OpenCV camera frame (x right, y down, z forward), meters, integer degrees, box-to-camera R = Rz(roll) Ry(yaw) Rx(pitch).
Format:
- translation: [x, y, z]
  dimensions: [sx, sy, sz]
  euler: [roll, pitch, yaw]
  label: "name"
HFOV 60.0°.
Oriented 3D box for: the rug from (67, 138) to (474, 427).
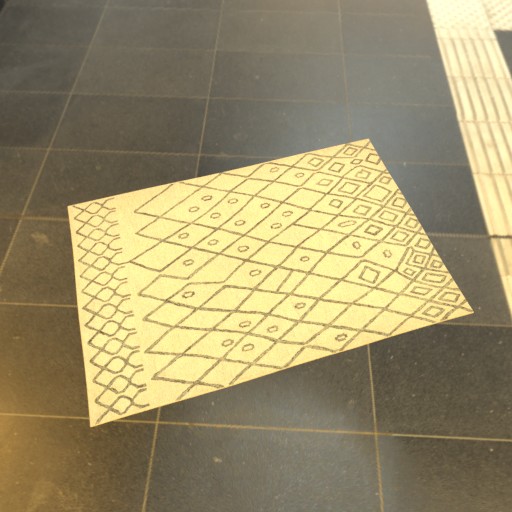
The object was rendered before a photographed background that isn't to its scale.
- translation: [0.000, 0.000, 2.305]
  dimensions: [1.828, 0.015, 1.222]
  euler: [-14, 60, -9]
  label: "rug"
